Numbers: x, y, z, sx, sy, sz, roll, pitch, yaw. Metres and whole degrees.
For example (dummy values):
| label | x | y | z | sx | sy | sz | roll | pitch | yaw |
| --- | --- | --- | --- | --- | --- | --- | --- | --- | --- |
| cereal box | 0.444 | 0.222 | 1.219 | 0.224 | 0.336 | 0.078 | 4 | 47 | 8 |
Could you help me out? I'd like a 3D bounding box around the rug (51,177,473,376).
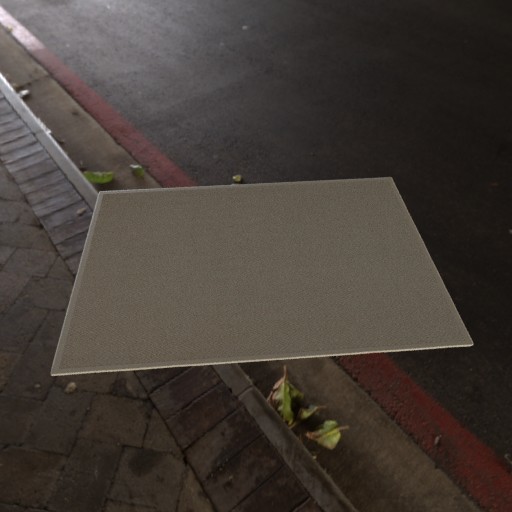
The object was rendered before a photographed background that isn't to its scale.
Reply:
| label | x | y | z | sx | sy | sz | roll | pitch | yaw |
| --- | --- | --- | --- | --- | --- | --- | --- | --- | --- |
| rug | 0.000 | 0.000 | 2.862 | 2.244 | 0.017 | 1.532 | -3 | 46 | -3 |
